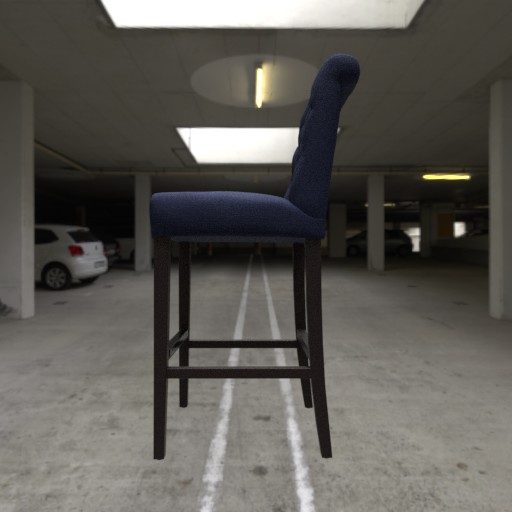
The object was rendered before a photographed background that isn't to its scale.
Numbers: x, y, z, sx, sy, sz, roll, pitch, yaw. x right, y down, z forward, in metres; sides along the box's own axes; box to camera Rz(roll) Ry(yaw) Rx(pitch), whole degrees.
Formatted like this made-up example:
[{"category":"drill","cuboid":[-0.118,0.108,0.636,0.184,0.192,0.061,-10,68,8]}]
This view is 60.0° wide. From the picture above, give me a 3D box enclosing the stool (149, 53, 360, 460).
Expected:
[{"category":"stool","cuboid":[0.000,0.000,1.460,0.601,1.140,0.493,0,0,0]}]
